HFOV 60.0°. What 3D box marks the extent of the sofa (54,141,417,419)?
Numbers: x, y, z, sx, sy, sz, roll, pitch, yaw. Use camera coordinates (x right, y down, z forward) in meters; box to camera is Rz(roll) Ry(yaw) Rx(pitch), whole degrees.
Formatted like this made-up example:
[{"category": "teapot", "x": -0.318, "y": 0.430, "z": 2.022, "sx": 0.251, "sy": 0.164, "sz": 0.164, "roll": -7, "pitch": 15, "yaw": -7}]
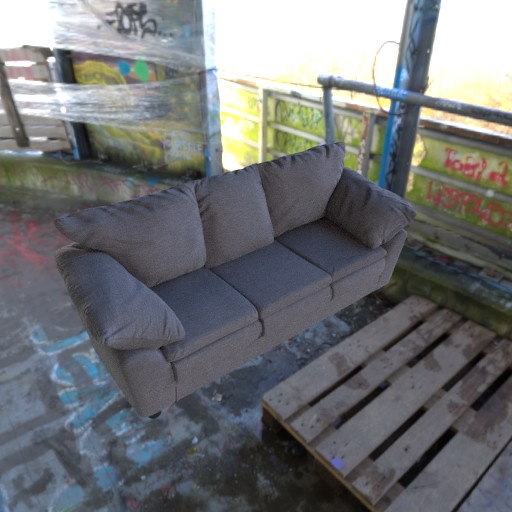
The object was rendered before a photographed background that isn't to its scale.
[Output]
[{"category": "sofa", "x": 0.000, "y": 0.000, "z": 2.959, "sx": 2.390, "sy": 1.043, "sz": 0.927, "roll": -22, "pitch": 38, "yaw": -32}]
